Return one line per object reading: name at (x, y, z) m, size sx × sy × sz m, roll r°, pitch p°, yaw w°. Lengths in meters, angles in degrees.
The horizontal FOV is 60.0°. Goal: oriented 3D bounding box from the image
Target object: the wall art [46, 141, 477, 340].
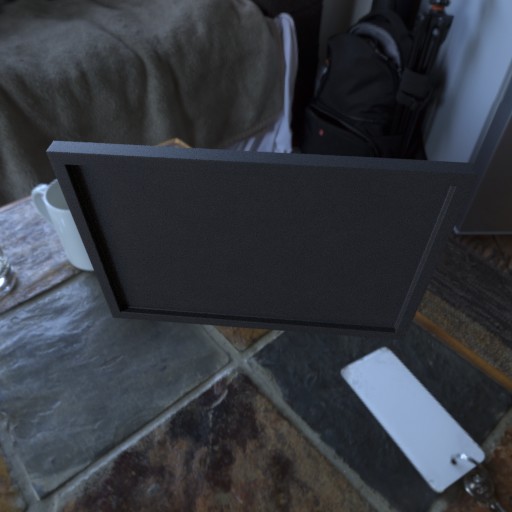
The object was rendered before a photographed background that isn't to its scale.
wall art at (0.000, 0.000, 0.571) m, size 0.443 × 0.301 × 0.021 m, roll 4°, pitch 47°, yaw 4°
